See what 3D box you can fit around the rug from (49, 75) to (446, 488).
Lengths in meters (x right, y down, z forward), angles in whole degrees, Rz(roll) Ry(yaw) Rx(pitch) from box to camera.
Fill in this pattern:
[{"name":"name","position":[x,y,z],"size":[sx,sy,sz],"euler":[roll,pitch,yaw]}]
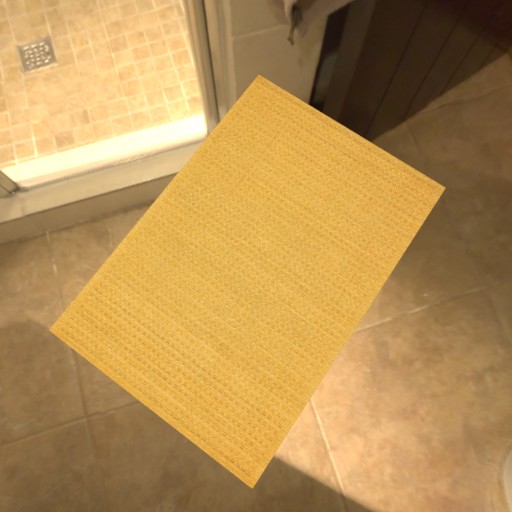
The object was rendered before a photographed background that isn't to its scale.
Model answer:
[{"name":"rug","position":[0.000,0.000,3.684],"size":[1.981,0.006,2.895],"euler":[34,78,9]}]
